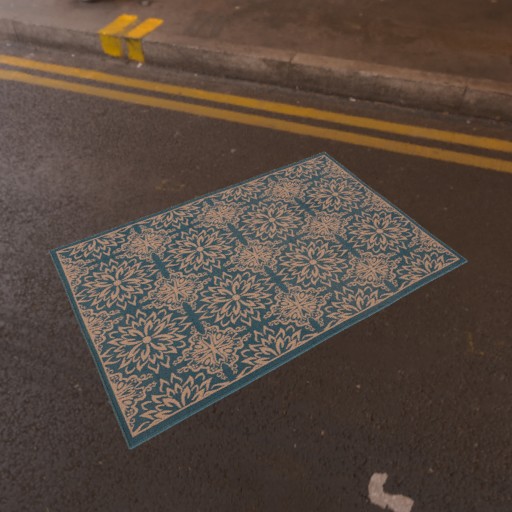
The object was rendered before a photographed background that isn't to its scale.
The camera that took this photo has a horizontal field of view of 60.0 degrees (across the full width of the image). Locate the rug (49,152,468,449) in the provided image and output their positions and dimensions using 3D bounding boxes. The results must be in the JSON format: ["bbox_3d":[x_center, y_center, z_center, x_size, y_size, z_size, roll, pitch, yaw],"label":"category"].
[{"bbox_3d":[0.000,0.000,2.320,1.833,0.012,1.211,-24,50,-21],"label":"rug"}]
